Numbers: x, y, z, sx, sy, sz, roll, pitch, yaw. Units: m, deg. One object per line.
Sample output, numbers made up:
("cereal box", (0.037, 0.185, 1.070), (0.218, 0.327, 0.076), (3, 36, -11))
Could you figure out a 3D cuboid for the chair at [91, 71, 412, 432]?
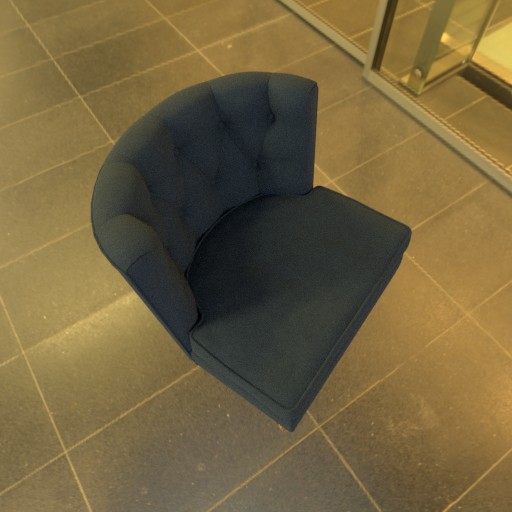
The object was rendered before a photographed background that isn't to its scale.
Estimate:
("chair", (0.000, 0.000, 1.334), (0.718, 0.771, 0.740), (32, 63, 18))
